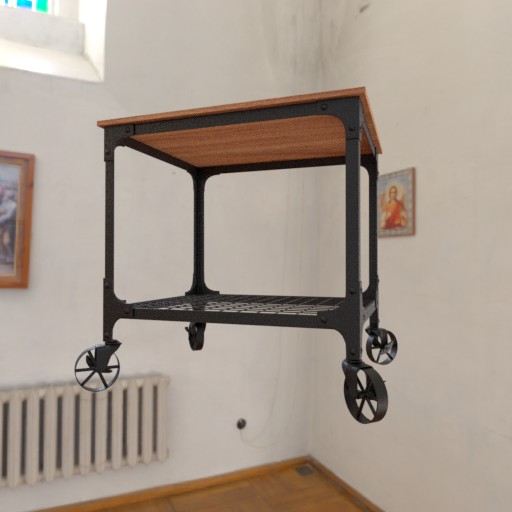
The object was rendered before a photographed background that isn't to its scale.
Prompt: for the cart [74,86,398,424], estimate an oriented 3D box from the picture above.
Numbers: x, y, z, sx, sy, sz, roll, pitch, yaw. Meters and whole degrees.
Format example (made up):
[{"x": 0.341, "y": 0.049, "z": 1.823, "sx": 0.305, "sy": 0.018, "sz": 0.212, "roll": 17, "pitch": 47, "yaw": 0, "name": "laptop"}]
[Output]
[{"x": 0.000, "y": 0.000, "z": 1.120, "sx": 0.666, "sy": 0.603, "sz": 0.558, "roll": 0, "pitch": -1, "yaw": 20, "name": "cart"}]
